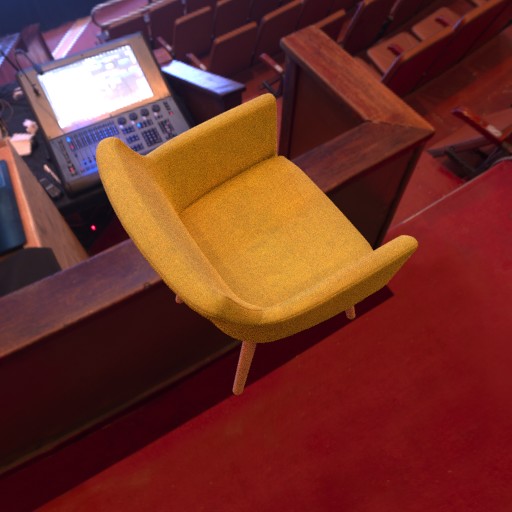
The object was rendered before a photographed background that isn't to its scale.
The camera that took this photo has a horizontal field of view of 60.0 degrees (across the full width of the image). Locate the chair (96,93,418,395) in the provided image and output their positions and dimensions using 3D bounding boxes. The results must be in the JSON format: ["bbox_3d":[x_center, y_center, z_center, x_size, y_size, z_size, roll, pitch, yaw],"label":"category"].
[{"bbox_3d":[0.000,0.000,1.199,0.570,0.780,0.570,-30,64,-16],"label":"chair"}]
